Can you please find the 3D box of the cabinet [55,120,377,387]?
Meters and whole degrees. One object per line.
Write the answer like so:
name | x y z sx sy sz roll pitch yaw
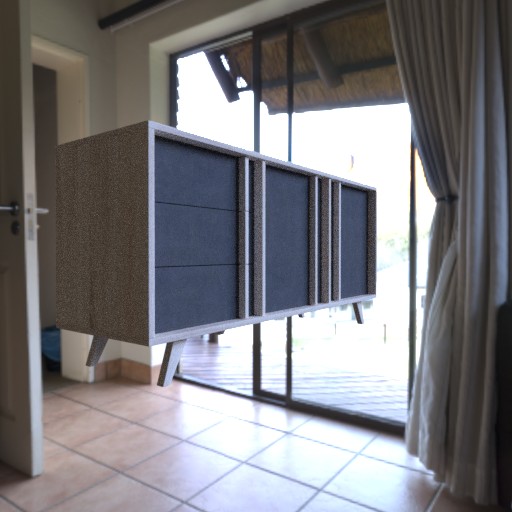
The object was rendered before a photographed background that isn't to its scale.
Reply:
cabinet | 0.000 0.000 2.052 0.500 0.780 1.650 0 1 37
